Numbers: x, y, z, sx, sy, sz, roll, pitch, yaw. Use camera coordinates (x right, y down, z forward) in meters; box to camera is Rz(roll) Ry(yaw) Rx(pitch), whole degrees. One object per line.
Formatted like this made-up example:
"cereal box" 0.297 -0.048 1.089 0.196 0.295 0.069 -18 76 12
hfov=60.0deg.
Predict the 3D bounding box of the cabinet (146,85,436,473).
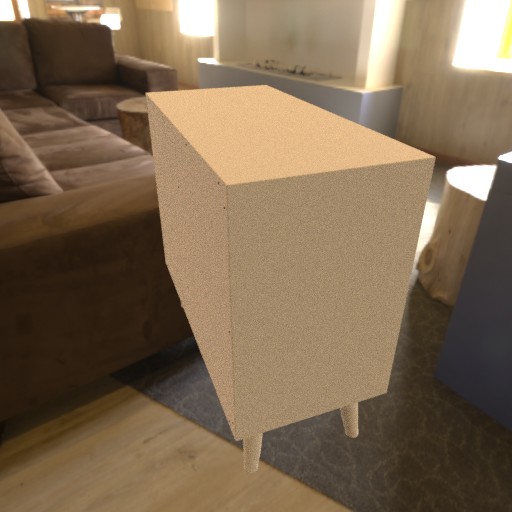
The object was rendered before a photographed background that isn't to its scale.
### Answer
"cabinet" 0.000 0.000 1.237 0.398 0.761 0.800 -11 32 -18
